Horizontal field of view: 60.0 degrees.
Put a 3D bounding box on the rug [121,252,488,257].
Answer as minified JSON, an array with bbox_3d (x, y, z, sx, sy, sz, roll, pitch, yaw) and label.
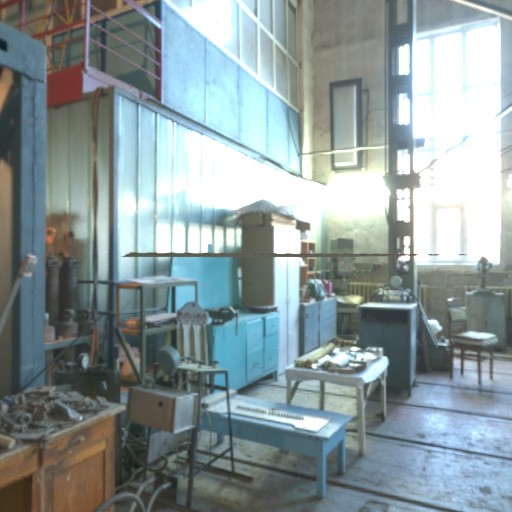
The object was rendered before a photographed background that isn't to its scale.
[{"bbox_3d":[0.000,0.000,4.226,2.439,0.005,3.201,0,-1,-18],"label":"rug"}]
